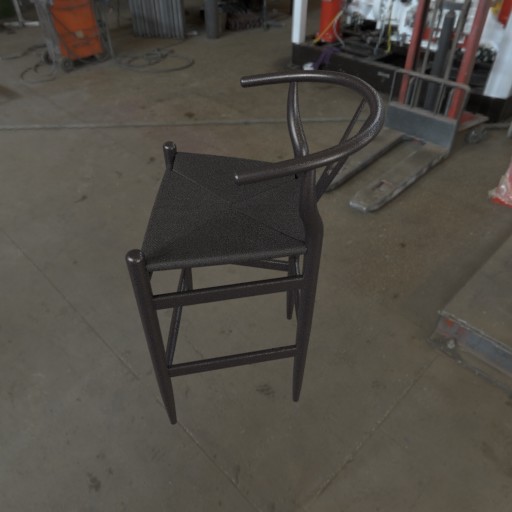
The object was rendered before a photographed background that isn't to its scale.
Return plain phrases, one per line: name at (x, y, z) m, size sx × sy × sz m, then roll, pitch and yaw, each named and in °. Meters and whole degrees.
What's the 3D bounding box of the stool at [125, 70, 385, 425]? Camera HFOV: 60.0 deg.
stool at (0.000, 0.000, 1.326) m, size 0.579 × 0.970 × 0.569 m, roll 0°, pitch 41°, yaw 0°
